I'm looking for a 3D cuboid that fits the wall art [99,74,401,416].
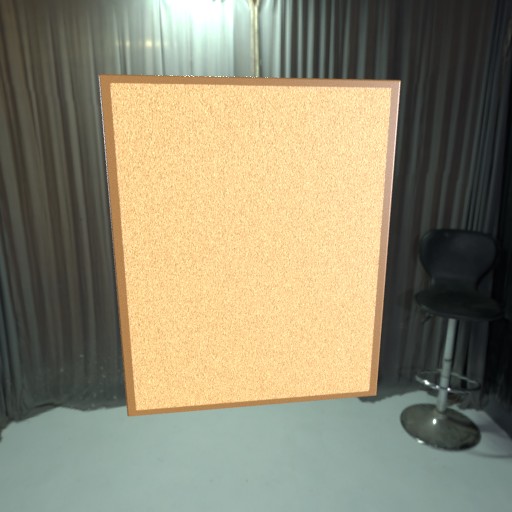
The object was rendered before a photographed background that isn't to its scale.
[{"bbox_3d":[0.000,0.000,0.505,0.310,0.379,0.015,-2,15,-8],"label":"wall art"}]
